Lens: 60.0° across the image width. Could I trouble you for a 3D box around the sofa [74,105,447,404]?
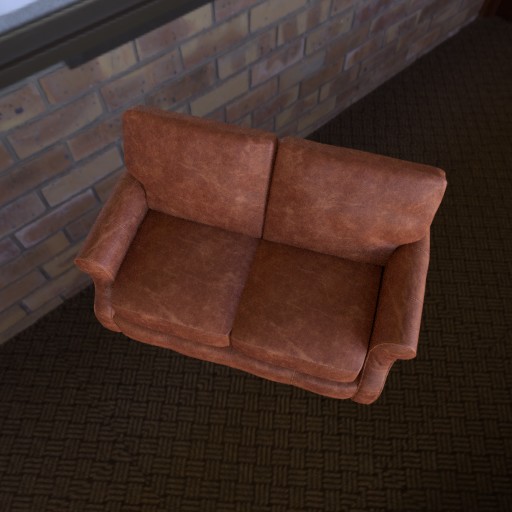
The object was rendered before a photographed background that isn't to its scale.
[{"bbox_3d":[0.000,0.000,2.222,1.616,0.967,0.990,14,61,8],"label":"sofa"}]
